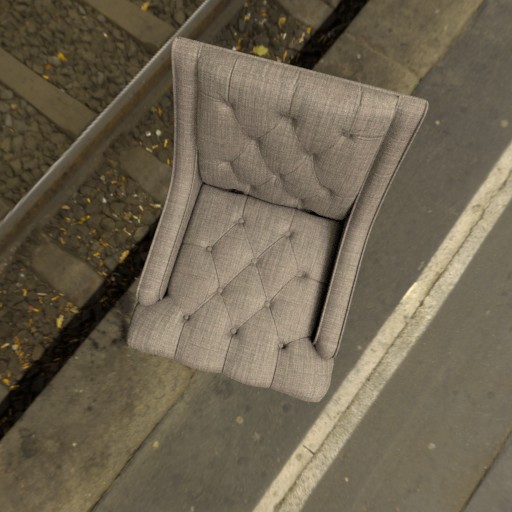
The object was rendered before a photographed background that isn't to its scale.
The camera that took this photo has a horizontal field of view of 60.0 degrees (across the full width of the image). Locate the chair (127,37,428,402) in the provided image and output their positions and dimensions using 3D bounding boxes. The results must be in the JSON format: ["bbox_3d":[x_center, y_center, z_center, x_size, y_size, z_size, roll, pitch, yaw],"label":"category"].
[{"bbox_3d":[0.000,0.000,1.402,0.655,0.891,0.771,16,78,3],"label":"chair"}]
